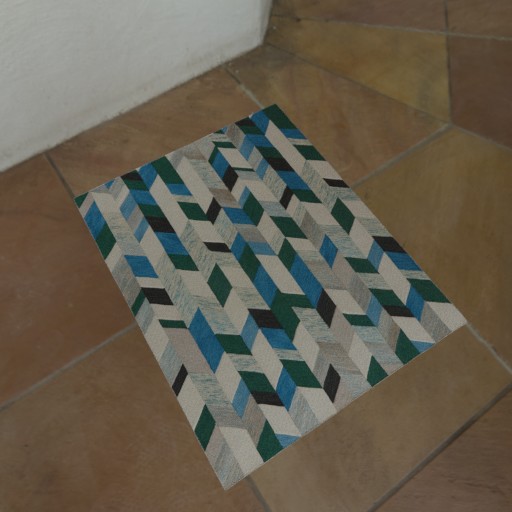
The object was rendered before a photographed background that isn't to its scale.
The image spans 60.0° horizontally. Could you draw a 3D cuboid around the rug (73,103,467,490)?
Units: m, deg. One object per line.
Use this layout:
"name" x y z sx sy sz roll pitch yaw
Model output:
"rug" 0.000 0.000 4.126 2.440 0.008 3.036 -29 67 -14
